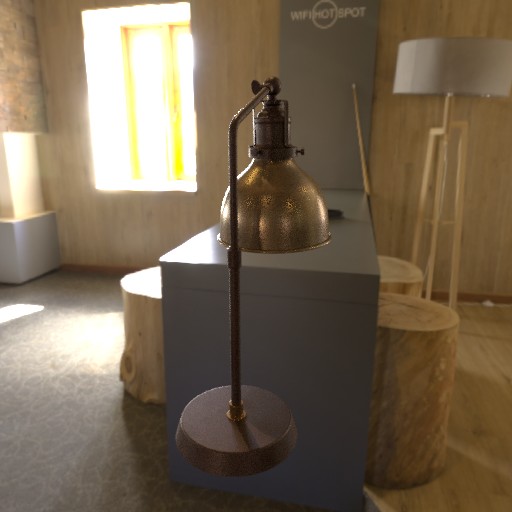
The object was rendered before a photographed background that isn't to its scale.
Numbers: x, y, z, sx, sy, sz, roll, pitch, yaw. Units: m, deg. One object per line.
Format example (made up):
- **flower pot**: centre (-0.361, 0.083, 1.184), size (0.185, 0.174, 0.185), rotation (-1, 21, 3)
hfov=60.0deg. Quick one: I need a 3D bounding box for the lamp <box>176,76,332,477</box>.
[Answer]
- **lamp**: centre (0.000, 0.000, 0.605), size (0.175, 0.469, 0.298), rotation (8, 17, 26)
